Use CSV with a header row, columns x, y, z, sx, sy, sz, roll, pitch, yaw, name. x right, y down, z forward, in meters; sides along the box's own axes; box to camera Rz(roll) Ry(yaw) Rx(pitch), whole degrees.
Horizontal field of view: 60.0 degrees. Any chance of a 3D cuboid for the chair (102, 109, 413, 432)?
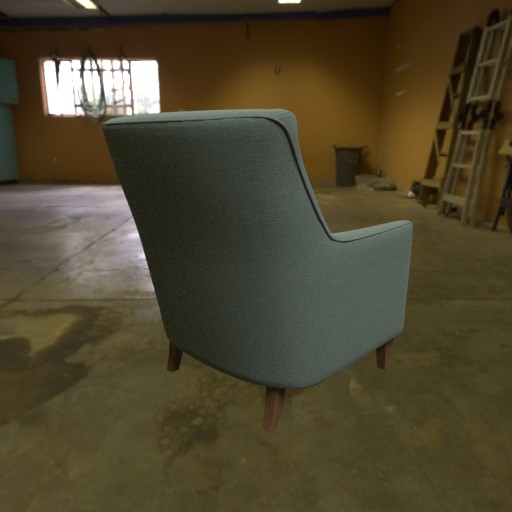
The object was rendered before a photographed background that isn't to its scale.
x,y,z,sx,sy,sz,roll,pitch,yaw,name
0.000,0.000,1.537,0.756,0.916,0.879,14,20,43,chair
